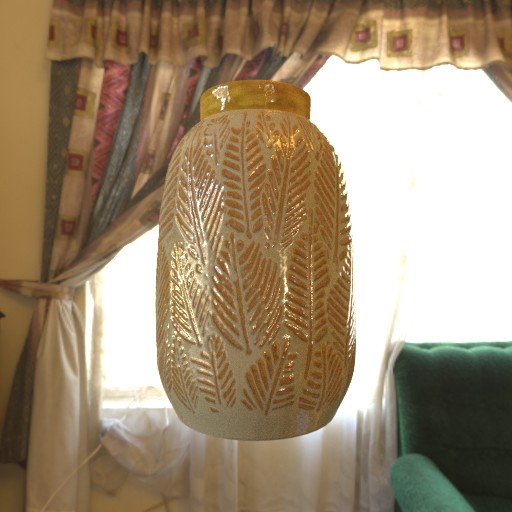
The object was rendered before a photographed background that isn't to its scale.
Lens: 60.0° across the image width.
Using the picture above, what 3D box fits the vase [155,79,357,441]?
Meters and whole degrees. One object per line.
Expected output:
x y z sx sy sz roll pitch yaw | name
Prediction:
0.000 0.000 0.386 0.172 0.270 0.172 0 0 0 | vase
